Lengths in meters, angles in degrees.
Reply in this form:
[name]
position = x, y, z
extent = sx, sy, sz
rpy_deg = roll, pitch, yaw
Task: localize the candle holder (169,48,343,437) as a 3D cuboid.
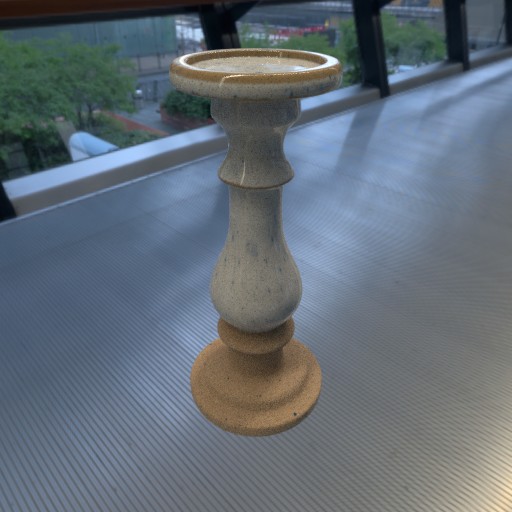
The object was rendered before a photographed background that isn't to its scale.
[candle holder]
position = 0.000, 0.000, 0.247
extent = 0.088, 0.203, 0.088
rpy_deg = 0, 32, 0
